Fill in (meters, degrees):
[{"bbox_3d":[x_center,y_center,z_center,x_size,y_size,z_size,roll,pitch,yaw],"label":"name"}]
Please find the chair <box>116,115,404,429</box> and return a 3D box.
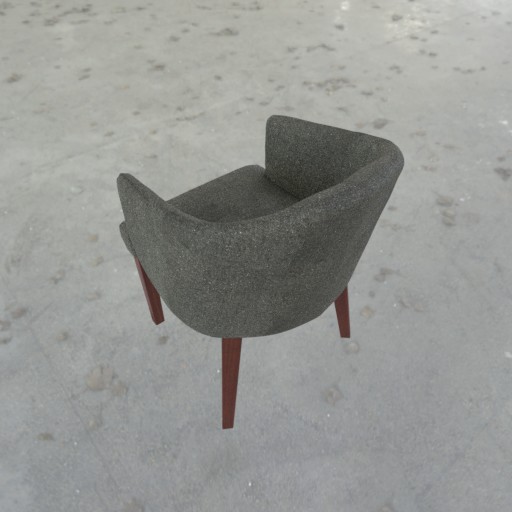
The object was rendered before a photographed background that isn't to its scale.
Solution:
[{"bbox_3d":[0.000,0.000,1.262,0.583,0.811,0.655,-29,51,-27],"label":"chair"}]
